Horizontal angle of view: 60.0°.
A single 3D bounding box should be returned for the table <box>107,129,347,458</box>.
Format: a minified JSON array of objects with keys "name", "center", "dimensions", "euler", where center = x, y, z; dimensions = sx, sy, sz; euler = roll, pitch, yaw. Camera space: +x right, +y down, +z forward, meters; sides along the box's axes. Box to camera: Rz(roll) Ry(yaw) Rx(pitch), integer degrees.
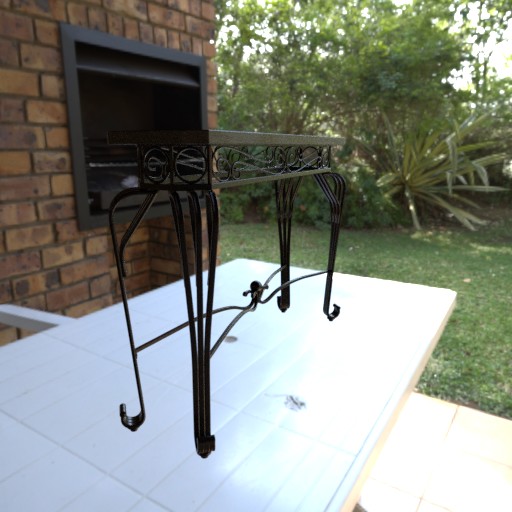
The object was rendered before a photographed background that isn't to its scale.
[{"name":"table","center":[0.000,0.000,1.526],"dimensions":[0.329,0.800,1.112],"euler":[7,16,27]}]
